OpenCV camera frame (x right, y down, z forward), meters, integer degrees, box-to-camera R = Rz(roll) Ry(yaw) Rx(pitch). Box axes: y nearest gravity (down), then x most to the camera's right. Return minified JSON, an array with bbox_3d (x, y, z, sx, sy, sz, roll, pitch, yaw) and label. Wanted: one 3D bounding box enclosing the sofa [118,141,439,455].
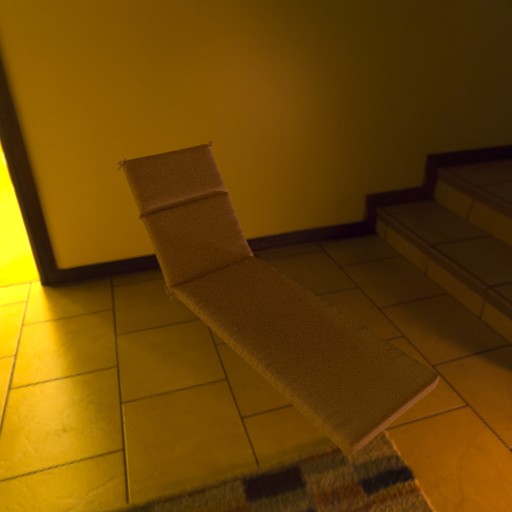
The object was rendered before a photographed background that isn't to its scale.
[{"bbox_3d":[0.000,0.000,2.009,0.582,0.622,1.663,-21,36,-32],"label":"sofa"}]
